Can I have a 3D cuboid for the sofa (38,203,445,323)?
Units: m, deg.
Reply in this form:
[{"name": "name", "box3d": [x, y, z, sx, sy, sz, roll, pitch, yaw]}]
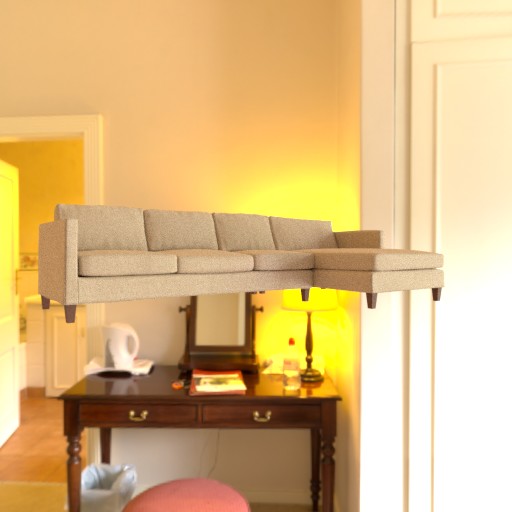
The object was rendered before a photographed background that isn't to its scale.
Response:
[{"name": "sofa", "box3d": [0.000, 0.000, 3.839, 3.186, 0.846, 1.625, -1, 1, -36]}]
